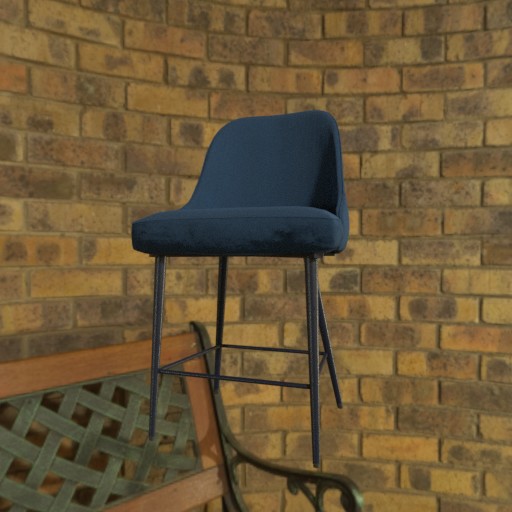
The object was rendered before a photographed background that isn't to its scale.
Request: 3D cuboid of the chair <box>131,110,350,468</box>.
[{"bbox_3d":[0.000,0.000,1.245,0.526,0.927,0.489,0,1,19],"label":"chair"}]
